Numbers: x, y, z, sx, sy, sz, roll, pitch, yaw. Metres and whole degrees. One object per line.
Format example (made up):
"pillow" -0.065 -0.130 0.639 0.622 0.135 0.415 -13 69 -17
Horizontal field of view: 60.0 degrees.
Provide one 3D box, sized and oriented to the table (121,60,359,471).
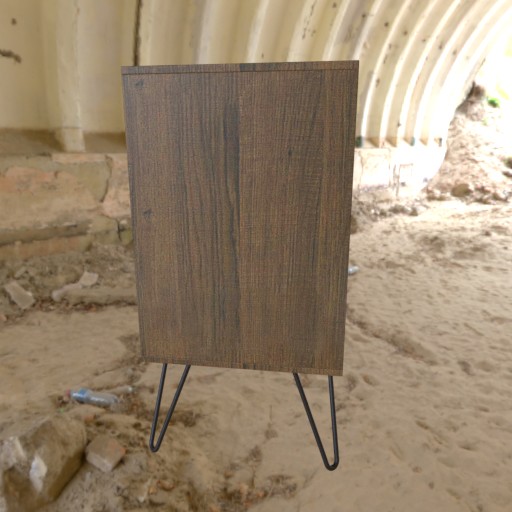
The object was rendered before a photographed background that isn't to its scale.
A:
"table" 0.000 0.000 1.175 0.457 0.866 0.526 2 14 8
